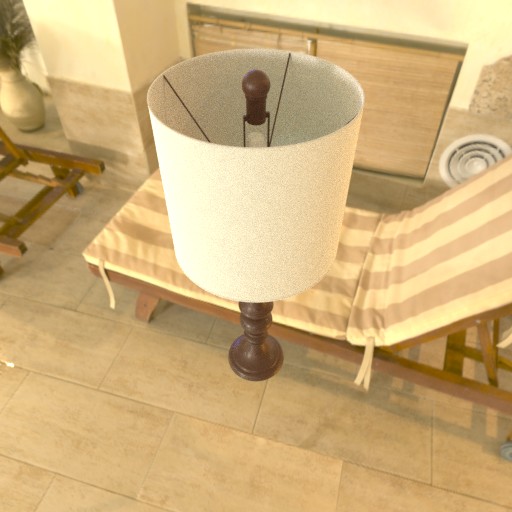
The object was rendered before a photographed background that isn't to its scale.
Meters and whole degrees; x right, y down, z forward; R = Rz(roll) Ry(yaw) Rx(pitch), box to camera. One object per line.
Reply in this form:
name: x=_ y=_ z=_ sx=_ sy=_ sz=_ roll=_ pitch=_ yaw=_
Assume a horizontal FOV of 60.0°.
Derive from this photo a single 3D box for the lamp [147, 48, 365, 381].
lamp: x=0.000 y=0.000 z=0.713 sx=0.250 sy=0.597 sz=0.250 roll=16 pitch=48 yaw=15
